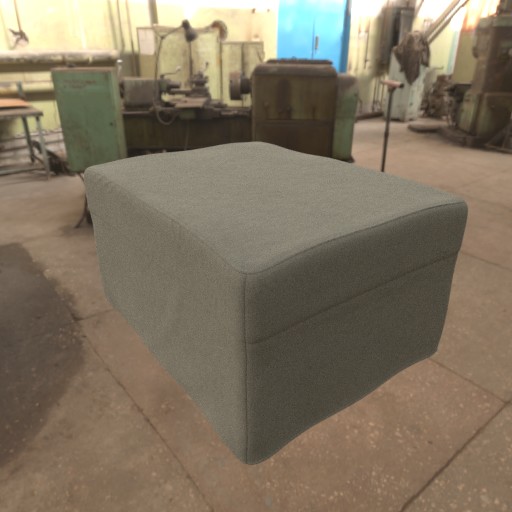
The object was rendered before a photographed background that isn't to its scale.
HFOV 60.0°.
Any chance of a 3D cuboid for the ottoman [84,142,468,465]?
[{"bbox_3d":[0.000,0.000,1.233,0.648,0.461,0.833,-18,31,-32],"label":"ottoman"}]
